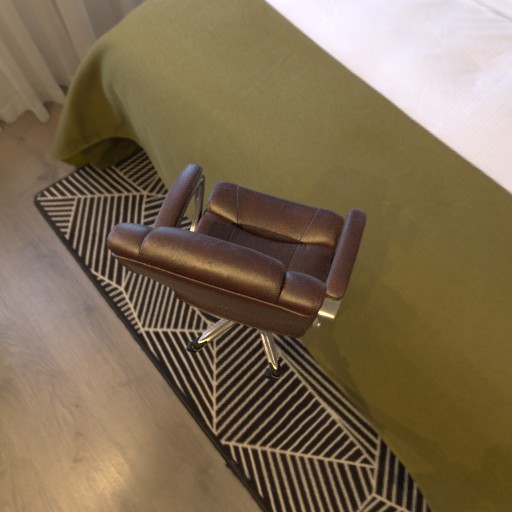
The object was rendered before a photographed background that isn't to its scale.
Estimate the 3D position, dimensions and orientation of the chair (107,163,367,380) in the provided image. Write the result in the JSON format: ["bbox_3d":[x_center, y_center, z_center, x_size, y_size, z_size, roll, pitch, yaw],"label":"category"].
[{"bbox_3d":[0.000,0.000,1.566,0.656,1.128,0.692,17,65,8],"label":"chair"}]
